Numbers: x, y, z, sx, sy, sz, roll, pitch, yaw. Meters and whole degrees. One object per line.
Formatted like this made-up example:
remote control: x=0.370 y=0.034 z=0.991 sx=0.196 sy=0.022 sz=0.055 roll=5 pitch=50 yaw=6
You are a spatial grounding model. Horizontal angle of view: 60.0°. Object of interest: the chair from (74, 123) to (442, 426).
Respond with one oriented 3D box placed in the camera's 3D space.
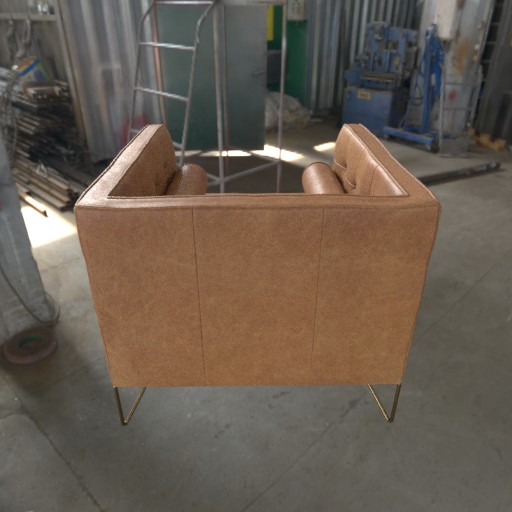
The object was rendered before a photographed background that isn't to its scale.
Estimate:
chair: x=0.000 y=0.000 z=1.638 sx=0.920 sy=0.797 sz=0.912 roll=0 pitch=30 yaw=-1
